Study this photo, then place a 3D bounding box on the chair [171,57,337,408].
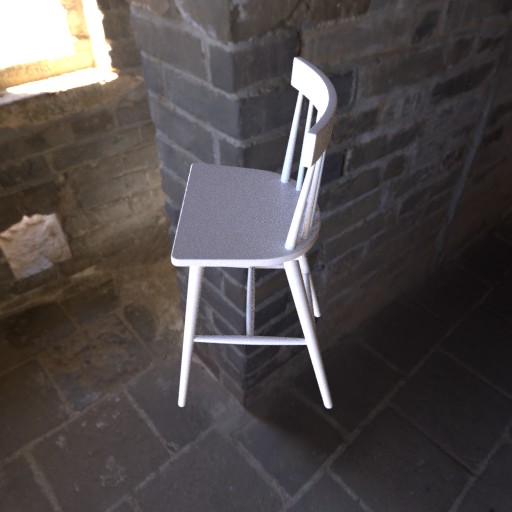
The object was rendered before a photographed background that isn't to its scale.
[{"bbox_3d":[0.000,0.000,1.441,0.572,1.092,0.483,0,42,0],"label":"chair"}]
